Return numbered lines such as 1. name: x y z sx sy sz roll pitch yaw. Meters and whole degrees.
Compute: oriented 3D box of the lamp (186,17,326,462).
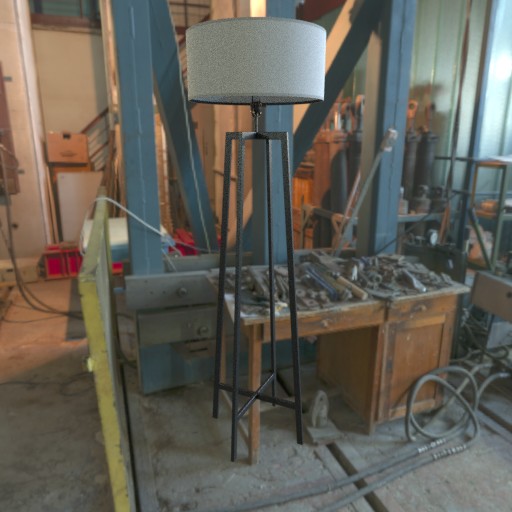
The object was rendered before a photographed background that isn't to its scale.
1. lamp: 0.000 0.000 1.658 0.456 1.510 0.457 7 17 25
